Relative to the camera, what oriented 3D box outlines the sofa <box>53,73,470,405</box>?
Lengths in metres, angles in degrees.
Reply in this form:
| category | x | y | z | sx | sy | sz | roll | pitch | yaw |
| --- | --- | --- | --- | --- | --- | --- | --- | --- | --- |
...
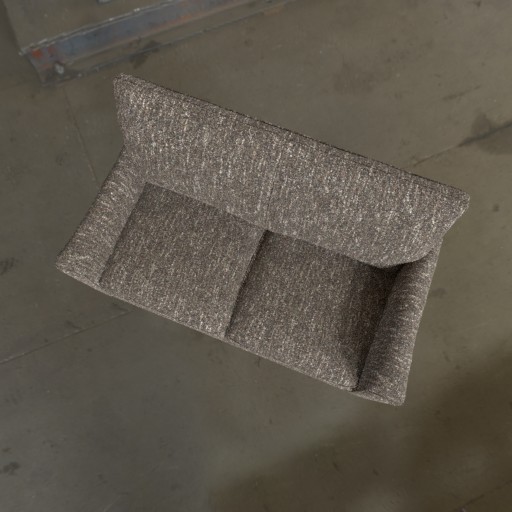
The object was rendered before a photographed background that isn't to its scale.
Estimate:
| category | x | y | z | sx | sy | sz | roll | pitch | yaw |
| --- | --- | --- | --- | --- | --- | --- | --- | --- | --- |
| sofa | 0.000 | 0.000 | 2.013 | 1.519 | 0.946 | 0.801 | 21 | 75 | 6 |
